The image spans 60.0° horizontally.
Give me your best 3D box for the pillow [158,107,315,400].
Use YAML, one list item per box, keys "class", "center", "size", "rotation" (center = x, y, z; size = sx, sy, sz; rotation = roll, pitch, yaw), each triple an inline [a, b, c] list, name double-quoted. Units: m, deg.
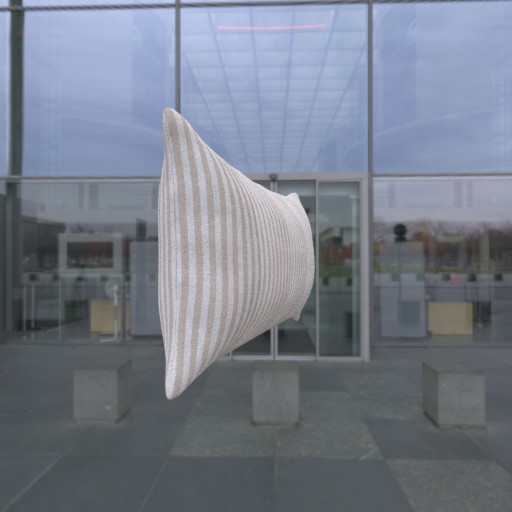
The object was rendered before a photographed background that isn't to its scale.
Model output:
- class: "pillow"
  center: [0.000, 0.000, 0.734]
  size: [0.151, 0.295, 0.617]
  rotation: [0, 0, 17]
